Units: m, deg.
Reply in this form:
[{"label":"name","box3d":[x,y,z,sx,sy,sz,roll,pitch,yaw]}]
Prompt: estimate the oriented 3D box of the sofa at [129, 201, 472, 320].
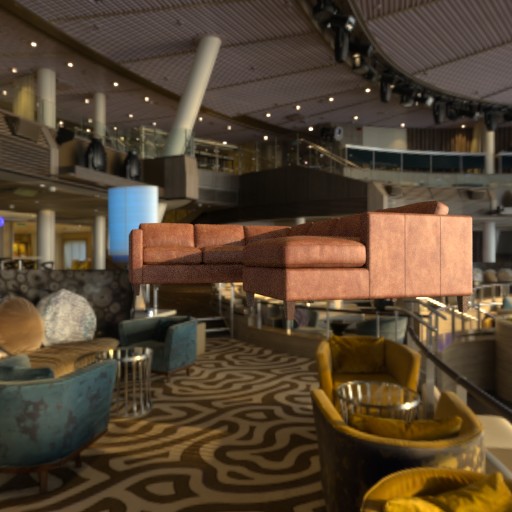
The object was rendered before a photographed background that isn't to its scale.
[{"label":"sofa","box3d":[0.000,0.000,4.609,2.452,0.888,3.324,0,0,-18]}]
